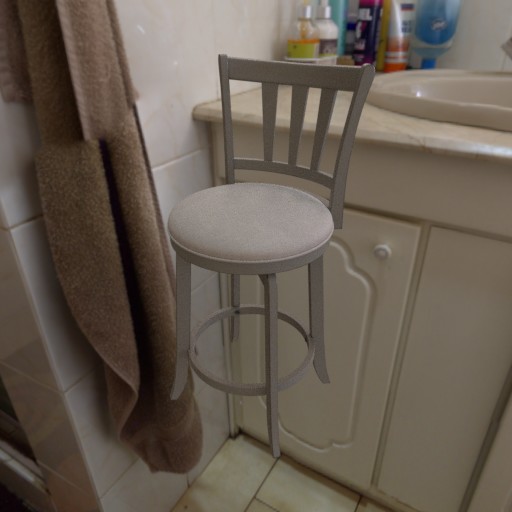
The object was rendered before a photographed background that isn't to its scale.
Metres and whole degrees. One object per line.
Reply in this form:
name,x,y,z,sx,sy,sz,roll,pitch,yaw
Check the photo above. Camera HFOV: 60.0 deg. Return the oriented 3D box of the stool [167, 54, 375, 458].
stool,0.000,0.000,1.247,0.450,0.994,0.486,18,34,28
